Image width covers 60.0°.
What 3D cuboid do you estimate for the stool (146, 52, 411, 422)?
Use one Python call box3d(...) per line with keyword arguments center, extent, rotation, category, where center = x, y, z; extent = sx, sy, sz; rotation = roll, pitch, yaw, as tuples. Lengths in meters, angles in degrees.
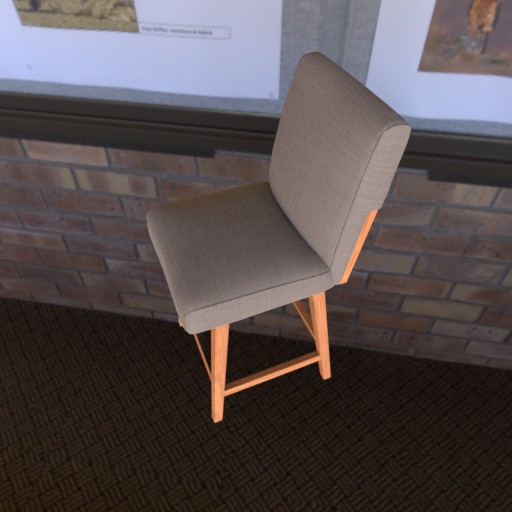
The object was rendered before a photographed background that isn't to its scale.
box3d(center=(0.000, 0.000, 1.360), extent=(0.570, 1.019, 0.459), rotation=(-17, 49, -15), category="stool")
